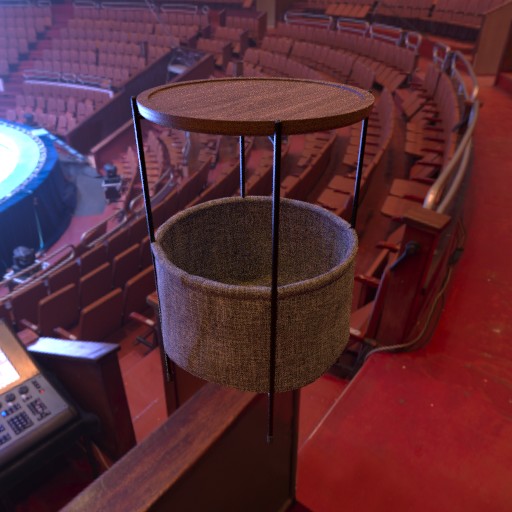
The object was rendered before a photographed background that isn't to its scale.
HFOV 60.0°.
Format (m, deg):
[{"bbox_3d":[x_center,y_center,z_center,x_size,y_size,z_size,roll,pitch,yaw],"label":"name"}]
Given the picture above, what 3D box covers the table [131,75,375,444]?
[{"bbox_3d":[0.000,0.000,0.890,0.400,0.623,0.400,20,35,31],"label":"table"}]
